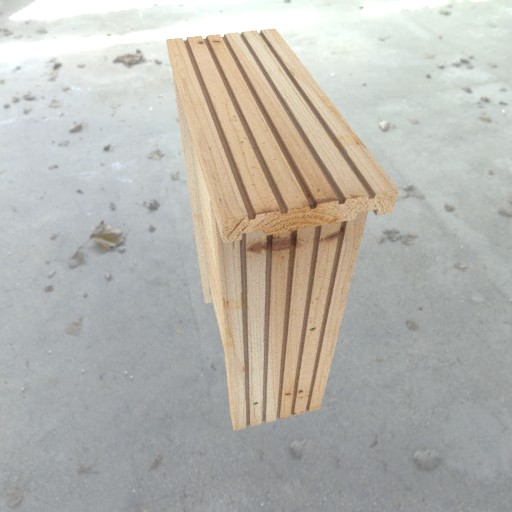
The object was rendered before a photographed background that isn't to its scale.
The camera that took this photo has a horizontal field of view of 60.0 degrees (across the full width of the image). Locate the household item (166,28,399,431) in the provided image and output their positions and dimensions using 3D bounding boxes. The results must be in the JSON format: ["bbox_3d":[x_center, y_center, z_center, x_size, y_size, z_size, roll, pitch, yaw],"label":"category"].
[{"bbox_3d":[0.000,0.000,0.537,0.123,0.407,0.301,-11,48,-10],"label":"household item"}]
